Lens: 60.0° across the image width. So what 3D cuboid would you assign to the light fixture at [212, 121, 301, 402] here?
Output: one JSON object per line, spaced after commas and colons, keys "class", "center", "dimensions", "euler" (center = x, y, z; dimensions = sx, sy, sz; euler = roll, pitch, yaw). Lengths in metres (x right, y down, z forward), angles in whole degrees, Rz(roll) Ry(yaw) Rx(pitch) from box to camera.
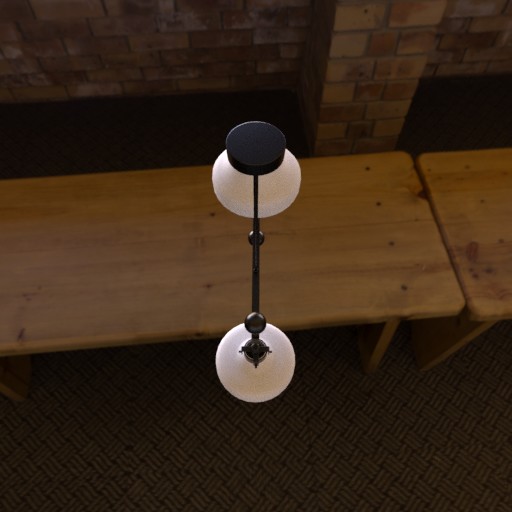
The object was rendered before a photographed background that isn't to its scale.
{"class": "light fixture", "center": [0.000, 0.000, 1.071], "dimensions": [0.422, 0.743, 0.489], "euler": [-33, 64, -18]}
